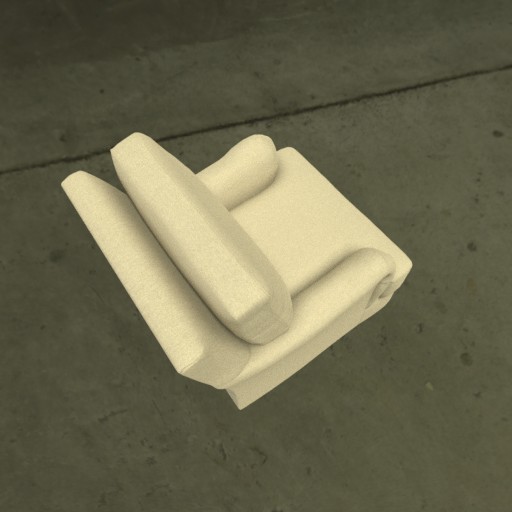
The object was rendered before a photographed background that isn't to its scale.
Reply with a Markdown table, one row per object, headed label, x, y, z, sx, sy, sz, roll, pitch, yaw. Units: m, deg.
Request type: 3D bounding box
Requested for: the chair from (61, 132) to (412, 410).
| label | x | y | z | sx | sy | sz | roll | pitch | yaw |
| --- | --- | --- | --- | --- | --- | --- | --- | --- | --- |
| chair | 0.000 | 0.000 | 1.886 | 1.078 | 1.076 | 0.895 | -31 | 63 | -18 |
